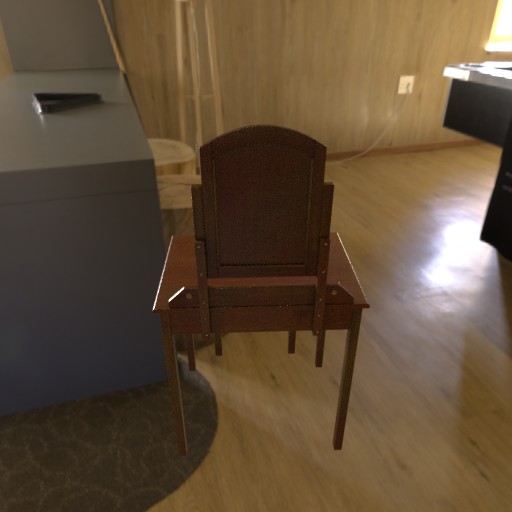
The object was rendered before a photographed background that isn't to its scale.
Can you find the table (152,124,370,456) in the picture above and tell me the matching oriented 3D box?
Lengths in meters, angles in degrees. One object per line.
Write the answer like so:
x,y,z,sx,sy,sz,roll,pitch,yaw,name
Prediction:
0.000,0.000,2.326,0.876,1.631,1.211,-1,30,-2,table
